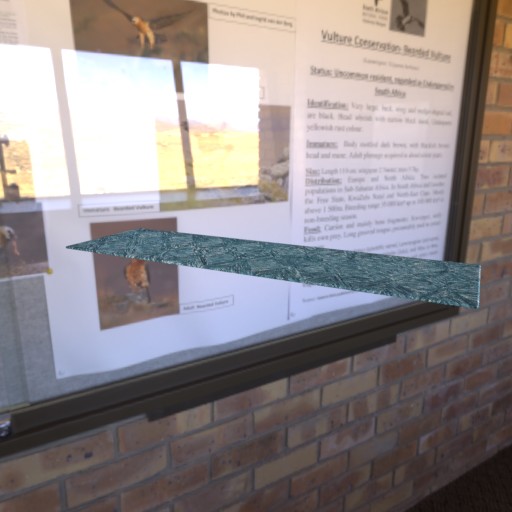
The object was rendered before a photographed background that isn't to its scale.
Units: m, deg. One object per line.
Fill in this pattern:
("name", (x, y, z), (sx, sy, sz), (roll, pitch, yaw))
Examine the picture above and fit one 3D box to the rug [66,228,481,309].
("rug", (0.000, 0.000, 2.521), (2.286, 0.016, 0.676), (7, 16, 26))
